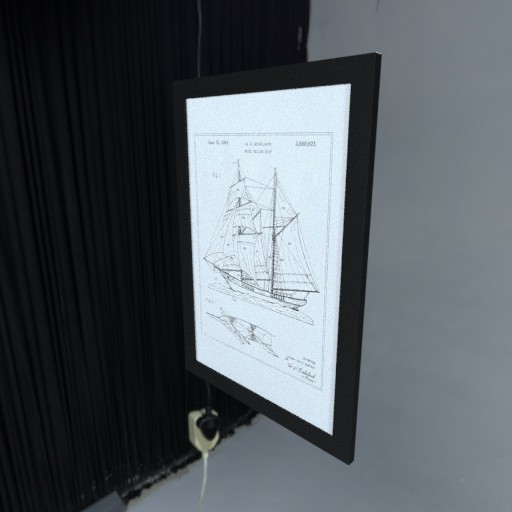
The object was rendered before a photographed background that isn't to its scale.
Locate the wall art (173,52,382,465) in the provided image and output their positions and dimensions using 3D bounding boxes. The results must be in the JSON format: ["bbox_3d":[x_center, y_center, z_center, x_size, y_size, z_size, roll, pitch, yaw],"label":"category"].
[{"bbox_3d":[0.000,0.000,0.588,0.326,0.459,0.011,15,21,43],"label":"wall art"}]
